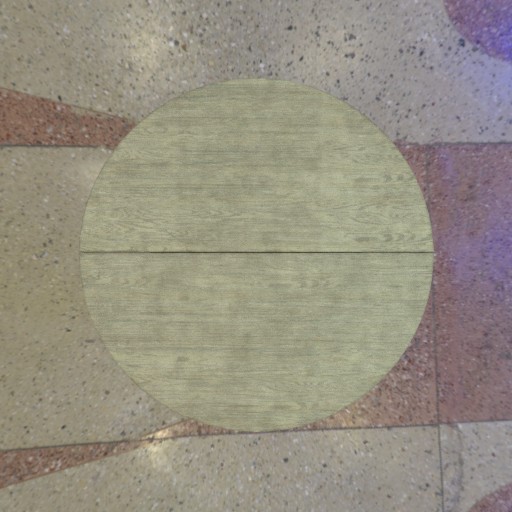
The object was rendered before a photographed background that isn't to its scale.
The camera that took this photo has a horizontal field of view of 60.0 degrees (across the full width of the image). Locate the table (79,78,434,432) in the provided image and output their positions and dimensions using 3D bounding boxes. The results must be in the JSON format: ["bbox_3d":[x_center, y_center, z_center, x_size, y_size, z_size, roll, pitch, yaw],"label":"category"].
[{"bbox_3d":[0.000,0.000,2.090,1.363,0.781,1.363,0,88,-1],"label":"table"}]
